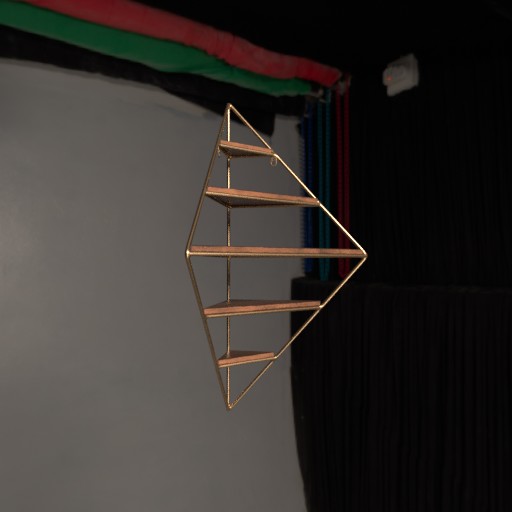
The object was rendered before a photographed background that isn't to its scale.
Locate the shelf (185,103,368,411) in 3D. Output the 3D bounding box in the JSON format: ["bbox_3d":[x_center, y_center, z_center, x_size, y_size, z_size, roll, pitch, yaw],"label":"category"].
[{"bbox_3d":[0.000,0.000,1.199,0.564,0.913,0.294,1,-1,-35],"label":"shelf"}]
